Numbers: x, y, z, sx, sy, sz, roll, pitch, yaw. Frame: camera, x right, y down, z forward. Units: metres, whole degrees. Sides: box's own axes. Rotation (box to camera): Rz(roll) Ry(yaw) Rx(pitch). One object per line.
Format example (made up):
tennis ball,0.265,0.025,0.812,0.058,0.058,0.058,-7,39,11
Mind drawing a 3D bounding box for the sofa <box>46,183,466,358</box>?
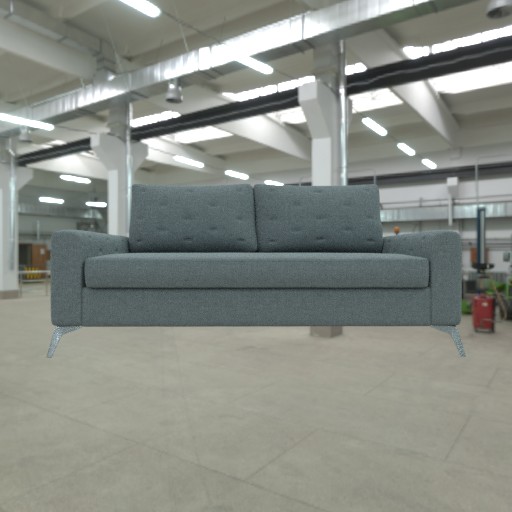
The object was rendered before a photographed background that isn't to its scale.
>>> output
sofa,0.000,0.000,2.154,1.650,0.790,0.920,0,0,-1
